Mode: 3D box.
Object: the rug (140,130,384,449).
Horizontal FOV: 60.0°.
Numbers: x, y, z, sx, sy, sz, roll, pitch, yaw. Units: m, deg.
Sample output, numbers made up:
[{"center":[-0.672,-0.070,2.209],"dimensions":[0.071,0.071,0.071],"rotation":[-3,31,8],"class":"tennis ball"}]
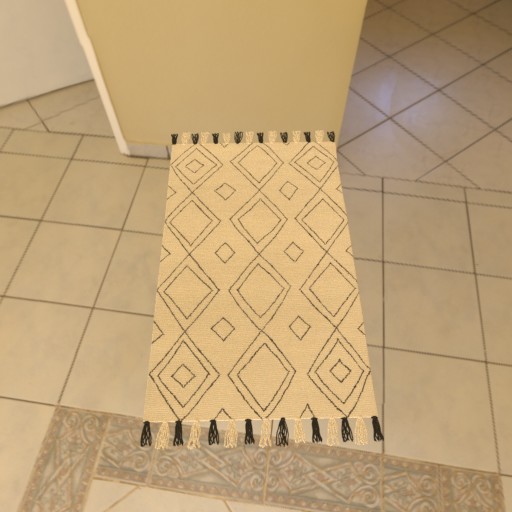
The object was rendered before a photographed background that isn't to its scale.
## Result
[{"center":[0.000,0.000,3.433],"dimensions":[1.524,0.021,2.755],"rotation":[-1,58,-1],"class":"rug"}]
